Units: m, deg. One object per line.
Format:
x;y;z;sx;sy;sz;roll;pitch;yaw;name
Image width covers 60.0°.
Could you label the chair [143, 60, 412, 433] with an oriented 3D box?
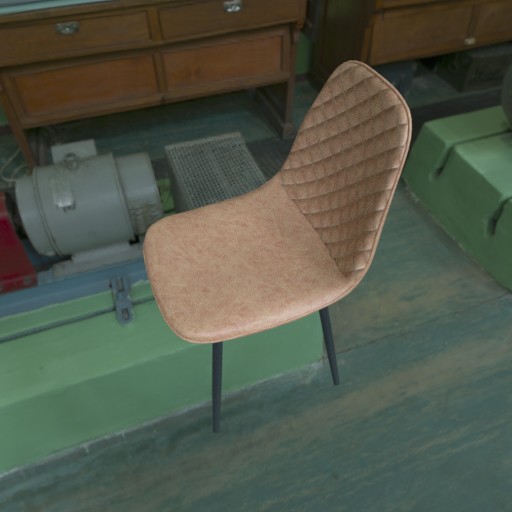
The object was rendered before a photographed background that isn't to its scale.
0.000;0.000;1.170;0.561;0.889;0.472;-17;50;-14;chair
